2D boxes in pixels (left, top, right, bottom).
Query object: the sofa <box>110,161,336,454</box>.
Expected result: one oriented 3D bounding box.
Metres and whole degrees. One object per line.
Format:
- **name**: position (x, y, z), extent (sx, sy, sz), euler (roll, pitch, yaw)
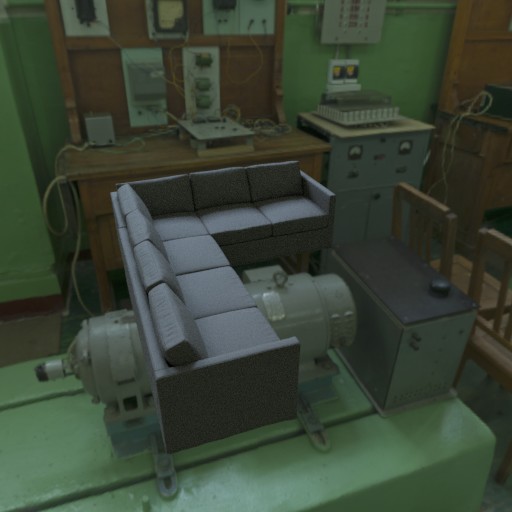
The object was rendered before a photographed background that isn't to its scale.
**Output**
- **sofa**: position (0.000, 0.000, 4.319), extent (2.432, 0.871, 3.182), euler (-11, 31, -18)
